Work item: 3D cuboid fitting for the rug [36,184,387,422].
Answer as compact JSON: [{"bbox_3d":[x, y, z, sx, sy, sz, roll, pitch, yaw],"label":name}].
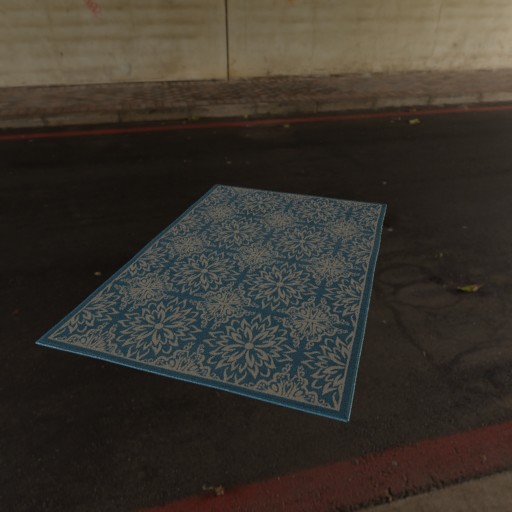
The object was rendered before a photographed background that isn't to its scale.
[{"bbox_3d":[0.000,0.000,2.320,1.211,0.012,1.833,9,31,16],"label":"rug"}]
